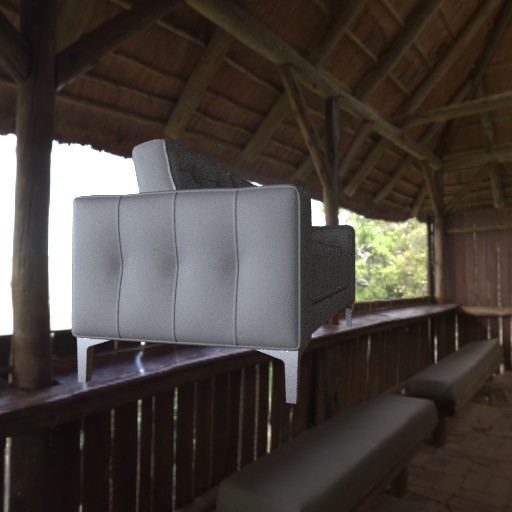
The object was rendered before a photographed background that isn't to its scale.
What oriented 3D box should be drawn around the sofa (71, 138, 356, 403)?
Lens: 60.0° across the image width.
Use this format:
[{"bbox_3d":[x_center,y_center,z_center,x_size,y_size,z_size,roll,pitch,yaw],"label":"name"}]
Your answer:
[{"bbox_3d":[0.000,0.000,2.208,0.833,0.892,1.726,0,-1,18],"label":"sofa"}]
